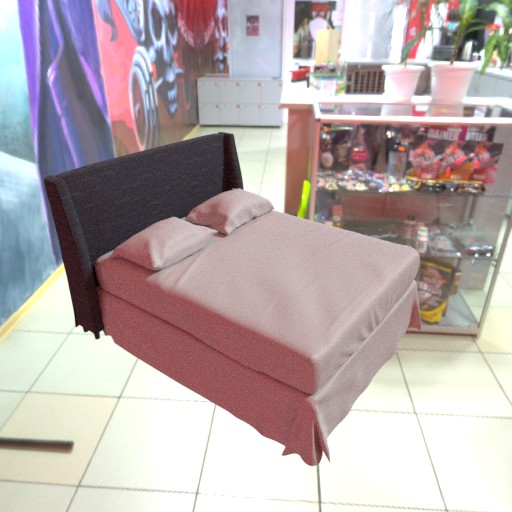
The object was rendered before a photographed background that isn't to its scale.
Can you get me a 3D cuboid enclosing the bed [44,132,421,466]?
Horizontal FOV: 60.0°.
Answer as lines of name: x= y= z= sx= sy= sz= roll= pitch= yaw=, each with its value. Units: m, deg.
bed: x=0.000 y=0.000 z=3.415 sx=2.276 sy=1.332 sz=1.925 roll=19 pitch=33 yaw=32
